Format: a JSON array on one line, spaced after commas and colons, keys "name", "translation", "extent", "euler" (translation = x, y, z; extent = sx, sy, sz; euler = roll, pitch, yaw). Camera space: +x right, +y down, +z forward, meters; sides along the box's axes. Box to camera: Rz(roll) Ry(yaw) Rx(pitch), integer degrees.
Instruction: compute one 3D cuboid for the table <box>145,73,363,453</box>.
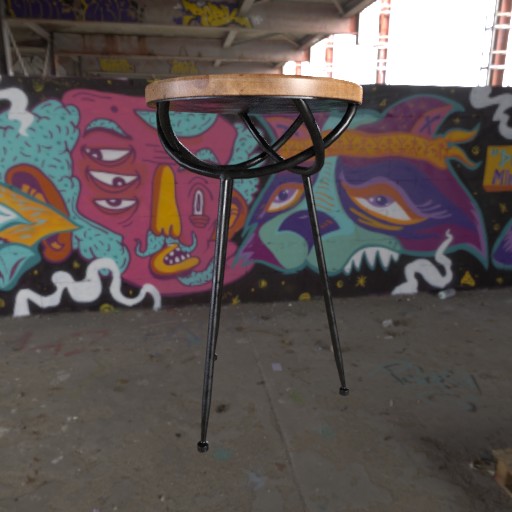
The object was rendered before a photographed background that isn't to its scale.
[{"name": "table", "translation": [0.000, 0.000, 0.935], "extent": [0.418, 0.664, 0.414], "euler": [3, 15, 10]}]
